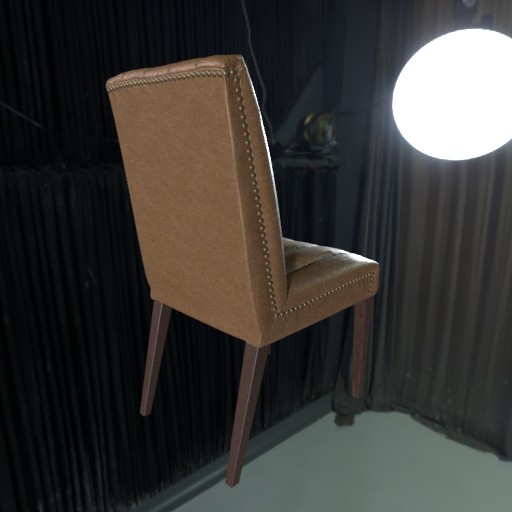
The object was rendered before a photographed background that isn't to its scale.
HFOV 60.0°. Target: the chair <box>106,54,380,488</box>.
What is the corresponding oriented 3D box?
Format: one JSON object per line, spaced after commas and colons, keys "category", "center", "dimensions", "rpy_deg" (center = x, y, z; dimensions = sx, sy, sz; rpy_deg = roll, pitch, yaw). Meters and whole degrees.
{"category": "chair", "center": [0.000, 0.000, 1.340], "dimensions": [0.647, 1.016, 0.511], "rpy_deg": [-15, 21, -43]}
